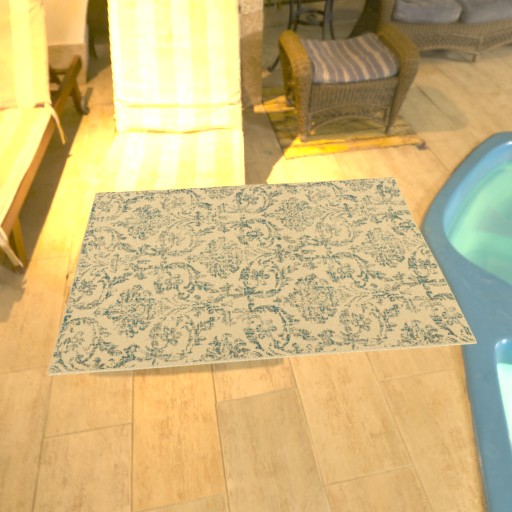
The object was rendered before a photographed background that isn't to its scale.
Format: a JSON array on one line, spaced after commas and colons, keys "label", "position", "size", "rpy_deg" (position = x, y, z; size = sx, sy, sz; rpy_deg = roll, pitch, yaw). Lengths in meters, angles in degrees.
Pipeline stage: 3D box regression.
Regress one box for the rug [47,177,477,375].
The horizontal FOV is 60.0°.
[{"label": "rug", "position": [0.000, 0.000, 3.439], "size": [2.746, 0.018, 1.819], "rpy_deg": [-3, 46, -3]}]
